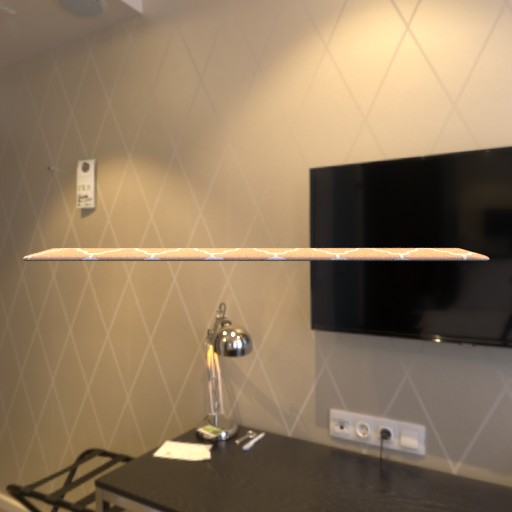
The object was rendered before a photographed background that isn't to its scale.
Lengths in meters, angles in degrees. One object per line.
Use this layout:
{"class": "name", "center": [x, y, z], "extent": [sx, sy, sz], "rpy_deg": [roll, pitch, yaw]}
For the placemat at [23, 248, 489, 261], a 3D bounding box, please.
{"class": "placemat", "center": [0.000, 0.000, 0.948], "extent": [0.762, 0.021, 0.508], "rpy_deg": [0, -1, 0]}
